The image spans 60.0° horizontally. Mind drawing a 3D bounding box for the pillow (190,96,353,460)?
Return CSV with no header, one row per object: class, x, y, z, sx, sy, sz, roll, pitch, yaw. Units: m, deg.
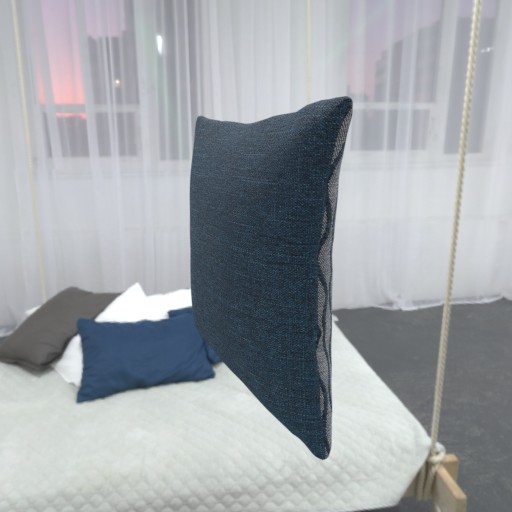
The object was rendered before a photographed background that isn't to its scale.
pillow,0.000,0.000,0.681,0.159,0.435,0.435,-7,16,-27
